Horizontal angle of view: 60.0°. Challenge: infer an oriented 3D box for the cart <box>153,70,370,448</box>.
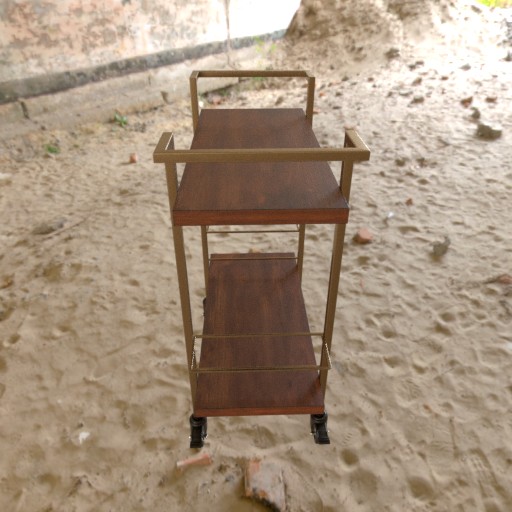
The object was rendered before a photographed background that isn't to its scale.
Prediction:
[{"bbox_3d":[0.000,0.000,1.176,0.364,0.807,0.695,-1,32,-2],"label":"cart"}]
